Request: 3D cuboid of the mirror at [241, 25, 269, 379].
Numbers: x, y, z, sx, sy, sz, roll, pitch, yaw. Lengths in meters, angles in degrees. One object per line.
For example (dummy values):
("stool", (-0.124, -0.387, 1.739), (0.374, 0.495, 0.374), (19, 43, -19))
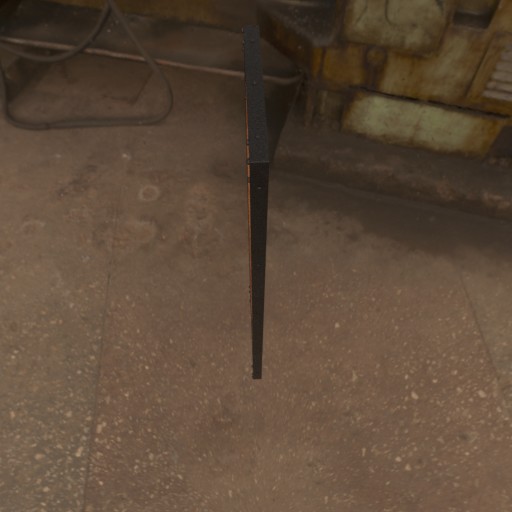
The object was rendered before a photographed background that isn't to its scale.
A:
("mirror", (0.000, 0.000, 1.193), (0.042, 1.080, 0.354), (-2, 58, -1))
